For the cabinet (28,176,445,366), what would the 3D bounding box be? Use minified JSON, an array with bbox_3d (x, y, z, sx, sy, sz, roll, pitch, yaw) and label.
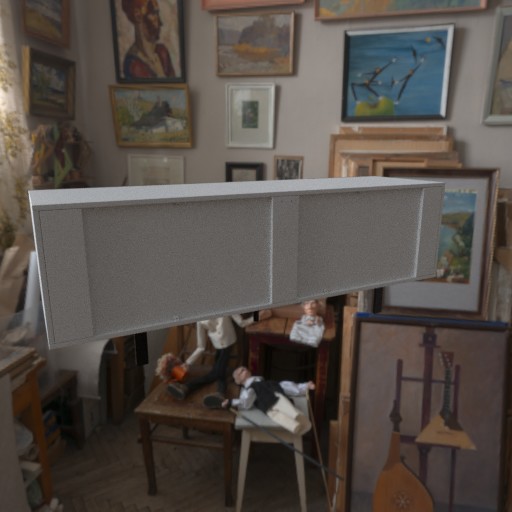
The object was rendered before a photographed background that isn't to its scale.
[{"bbox_3d":[0.000,0.000,1.703,1.499,0.533,0.431,-7,16,-27],"label":"cabinet"}]
